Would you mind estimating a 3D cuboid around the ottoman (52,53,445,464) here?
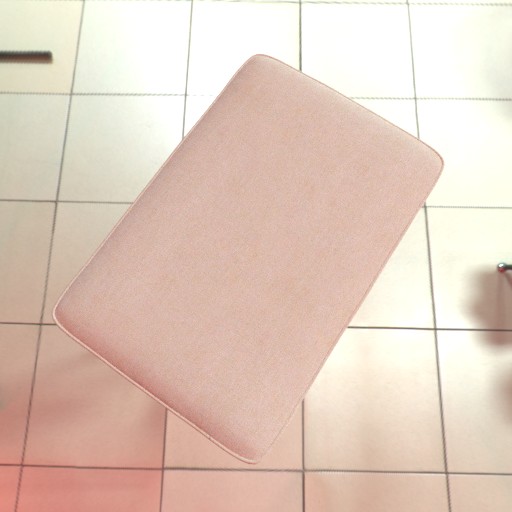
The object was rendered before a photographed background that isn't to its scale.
[{"bbox_3d":[0.000,0.000,1.223,0.583,0.484,0.862,33,78,8],"label":"ottoman"}]
